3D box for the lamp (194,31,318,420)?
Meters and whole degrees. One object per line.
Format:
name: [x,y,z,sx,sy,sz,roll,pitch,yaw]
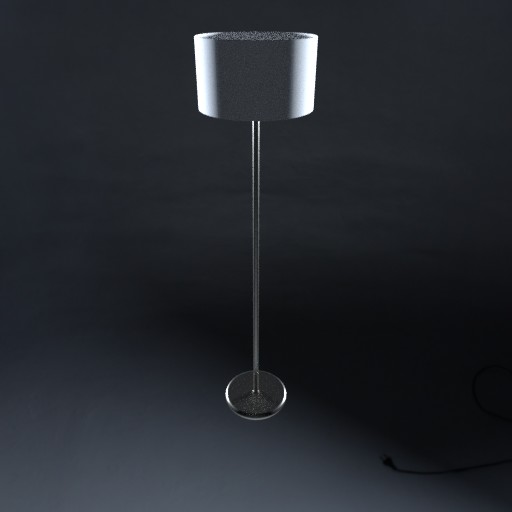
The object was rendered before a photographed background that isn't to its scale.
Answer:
lamp: [0.000,0.000,1.616,0.347,1.443,0.347,1,30,1]
